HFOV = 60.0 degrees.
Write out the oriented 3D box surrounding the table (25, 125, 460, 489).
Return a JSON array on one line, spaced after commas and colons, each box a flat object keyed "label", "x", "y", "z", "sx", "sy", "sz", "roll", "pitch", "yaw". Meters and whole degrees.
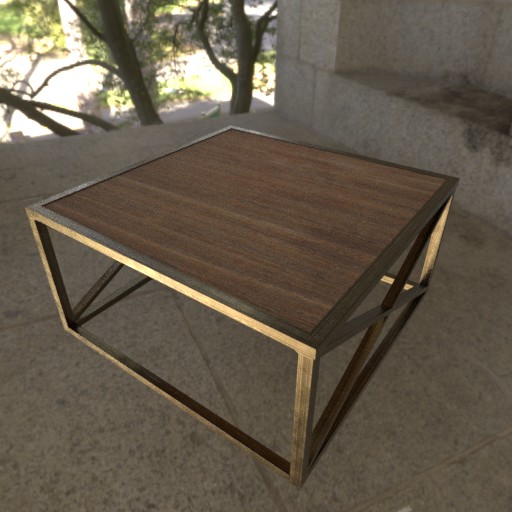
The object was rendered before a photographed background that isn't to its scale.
[{"label": "table", "x": 0.000, "y": 0.000, "z": 1.416, "sx": 0.909, "sy": 0.451, "sz": 0.899, "roll": 22, "pitch": 39, "yaw": 29}]
